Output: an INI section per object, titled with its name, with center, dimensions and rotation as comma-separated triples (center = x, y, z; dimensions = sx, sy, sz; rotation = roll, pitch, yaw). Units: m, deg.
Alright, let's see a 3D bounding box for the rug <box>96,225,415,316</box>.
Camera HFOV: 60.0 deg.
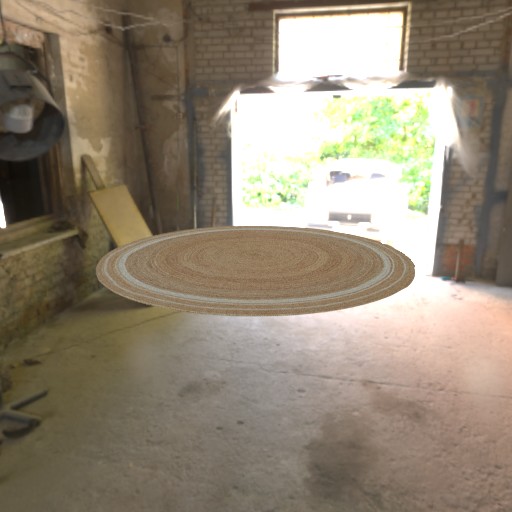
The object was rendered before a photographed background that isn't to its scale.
[rug]
center = 0.000, 0.000, 3.580
dimensions = 2.444, 0.015, 2.444
rotation = 0, 15, 0
